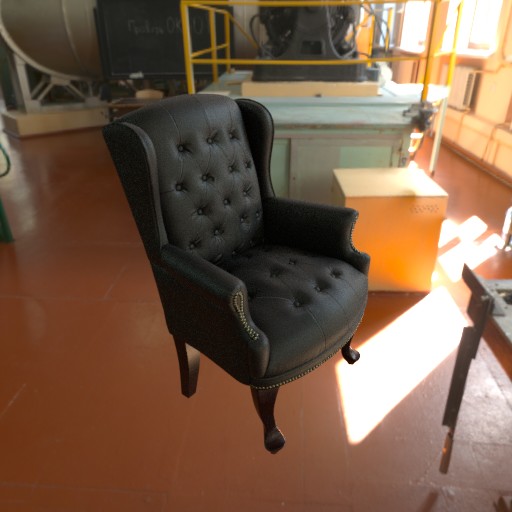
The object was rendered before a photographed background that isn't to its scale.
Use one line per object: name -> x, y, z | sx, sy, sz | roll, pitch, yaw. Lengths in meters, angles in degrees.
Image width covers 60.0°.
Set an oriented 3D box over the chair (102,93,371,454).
chair -> 0.000, 0.000, 1.711 | 0.822, 1.133, 0.831 | 19, 33, 33
